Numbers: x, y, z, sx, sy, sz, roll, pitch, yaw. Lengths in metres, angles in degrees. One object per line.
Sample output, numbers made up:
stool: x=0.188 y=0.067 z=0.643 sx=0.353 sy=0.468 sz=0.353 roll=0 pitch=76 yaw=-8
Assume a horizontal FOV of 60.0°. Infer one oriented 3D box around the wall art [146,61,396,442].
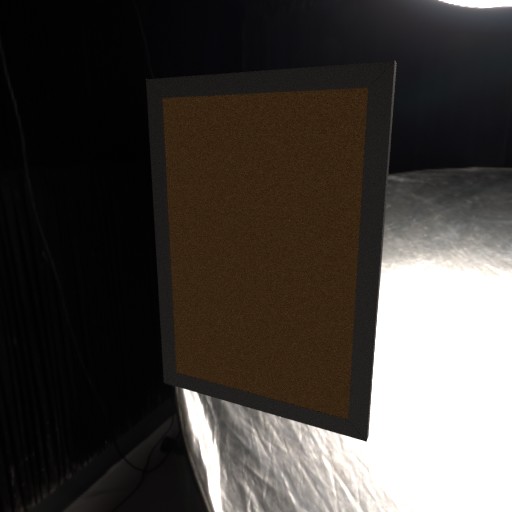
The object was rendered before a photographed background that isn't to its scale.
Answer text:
wall art: x=0.000 y=0.000 z=0.689 sx=0.380 sy=0.534 sz=0.013 roll=7 pitch=16 yaw=25
